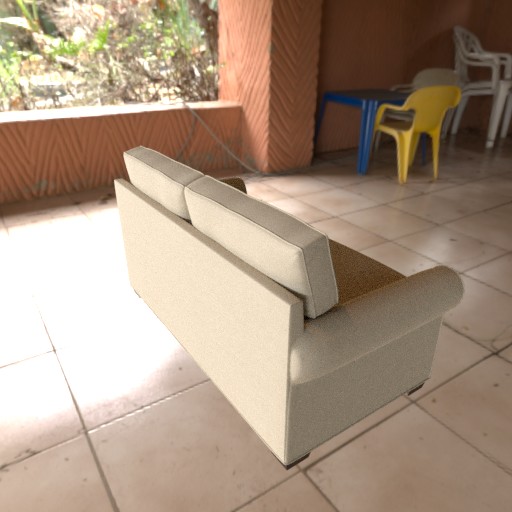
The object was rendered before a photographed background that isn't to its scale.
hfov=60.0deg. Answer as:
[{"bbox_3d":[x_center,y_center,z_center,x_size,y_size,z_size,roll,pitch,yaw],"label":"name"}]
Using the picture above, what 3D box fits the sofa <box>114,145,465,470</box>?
[{"bbox_3d":[0.000,0.000,2.253,0.861,0.933,1.774,-17,30,-30],"label":"sofa"}]
